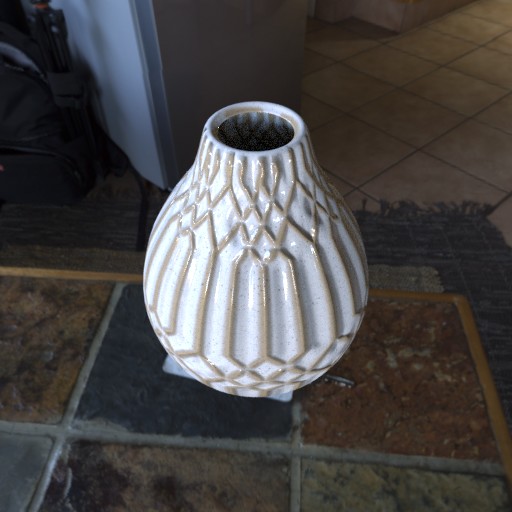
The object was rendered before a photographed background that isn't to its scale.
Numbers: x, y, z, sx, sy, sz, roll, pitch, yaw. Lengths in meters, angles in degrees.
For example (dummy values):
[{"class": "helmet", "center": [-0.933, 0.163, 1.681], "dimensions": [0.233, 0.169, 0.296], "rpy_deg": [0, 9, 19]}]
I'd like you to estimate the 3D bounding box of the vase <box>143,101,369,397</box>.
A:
[{"class": "vase", "center": [0.000, 0.000, 0.303], "dimensions": [0.159, 0.200, 0.159], "rpy_deg": [0, 47, 0]}]
